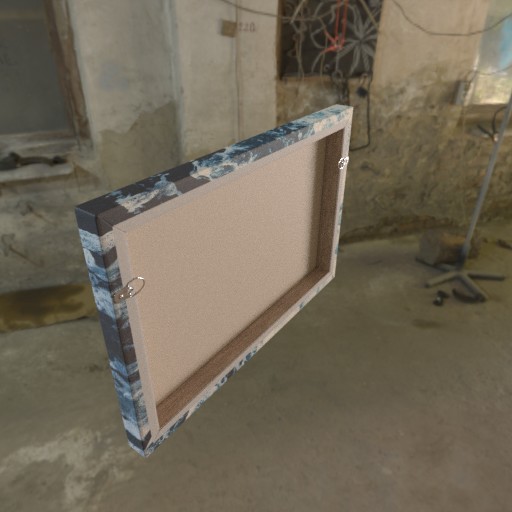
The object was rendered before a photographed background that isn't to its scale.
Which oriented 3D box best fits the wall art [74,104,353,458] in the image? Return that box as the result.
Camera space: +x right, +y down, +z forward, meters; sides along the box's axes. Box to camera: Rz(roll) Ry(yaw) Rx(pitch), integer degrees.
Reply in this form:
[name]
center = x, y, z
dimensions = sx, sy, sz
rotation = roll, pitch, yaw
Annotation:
[wall art]
center = 0.000, 0.000, 0.781
dimensions = 0.043, 0.407, 0.609
rotation = 21, 37, 30
